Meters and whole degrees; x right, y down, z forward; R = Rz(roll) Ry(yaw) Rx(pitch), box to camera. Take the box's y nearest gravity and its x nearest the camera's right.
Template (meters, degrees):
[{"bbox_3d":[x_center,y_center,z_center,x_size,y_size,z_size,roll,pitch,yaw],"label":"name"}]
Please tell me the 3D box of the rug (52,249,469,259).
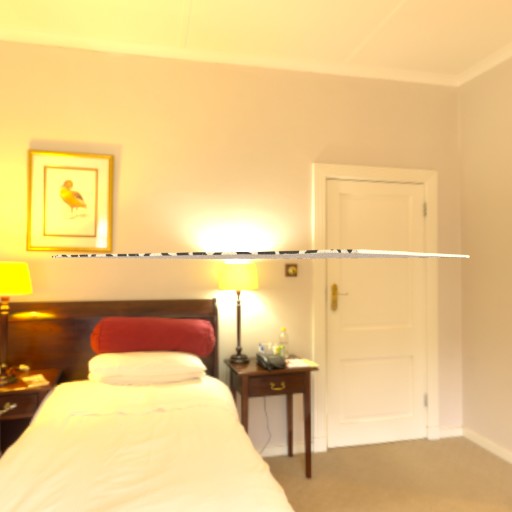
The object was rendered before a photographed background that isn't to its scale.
[{"bbox_3d":[0.000,0.000,4.366,3.369,0.036,2.444,-1,-1,38],"label":"rug"}]
